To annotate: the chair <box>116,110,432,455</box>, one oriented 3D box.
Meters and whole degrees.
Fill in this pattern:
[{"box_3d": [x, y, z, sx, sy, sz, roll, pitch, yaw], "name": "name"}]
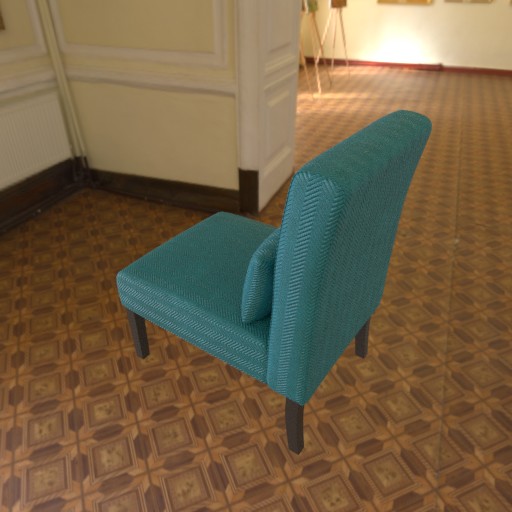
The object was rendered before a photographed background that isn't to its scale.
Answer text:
[{"box_3d": [0.000, 0.000, 1.459, 0.808, 0.927, 0.579, 21, 39, 29], "name": "chair"}]
